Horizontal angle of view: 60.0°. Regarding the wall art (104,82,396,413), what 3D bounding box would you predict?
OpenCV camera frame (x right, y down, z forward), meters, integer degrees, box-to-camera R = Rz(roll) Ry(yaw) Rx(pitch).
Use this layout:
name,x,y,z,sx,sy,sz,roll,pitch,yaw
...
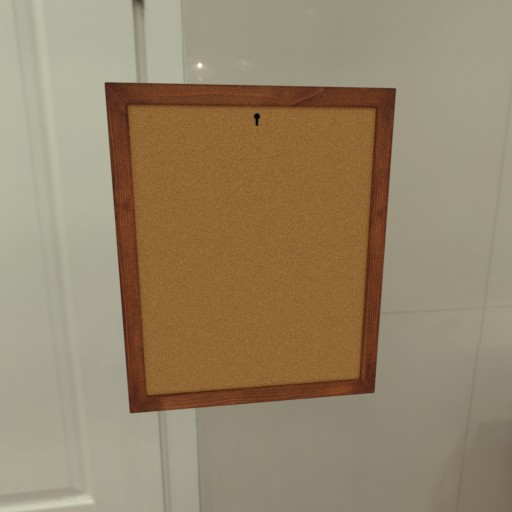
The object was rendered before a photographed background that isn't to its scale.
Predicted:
name,x,y,z,sx,sy,sz,roll,pitch,yaw
wall art,0.000,0.000,0.775,0.462,0.558,0.030,-2,14,-8
